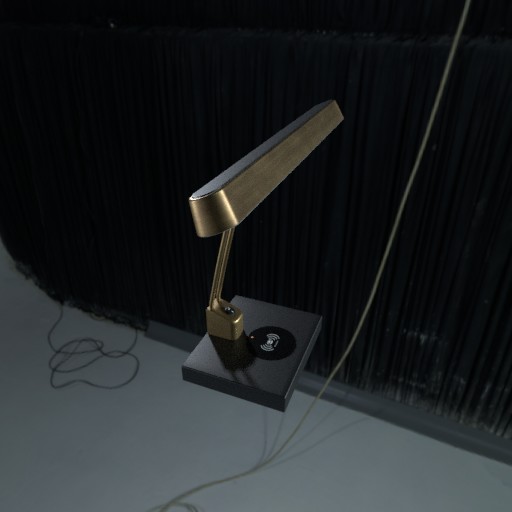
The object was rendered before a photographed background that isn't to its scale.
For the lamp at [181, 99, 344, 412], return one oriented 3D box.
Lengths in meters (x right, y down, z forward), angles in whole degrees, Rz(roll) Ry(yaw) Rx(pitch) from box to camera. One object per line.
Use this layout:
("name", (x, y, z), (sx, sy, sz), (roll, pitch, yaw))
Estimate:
("lamp", (0.000, 0.000, 0.596), (0.156, 0.345, 0.412), (12, 32, 19))
